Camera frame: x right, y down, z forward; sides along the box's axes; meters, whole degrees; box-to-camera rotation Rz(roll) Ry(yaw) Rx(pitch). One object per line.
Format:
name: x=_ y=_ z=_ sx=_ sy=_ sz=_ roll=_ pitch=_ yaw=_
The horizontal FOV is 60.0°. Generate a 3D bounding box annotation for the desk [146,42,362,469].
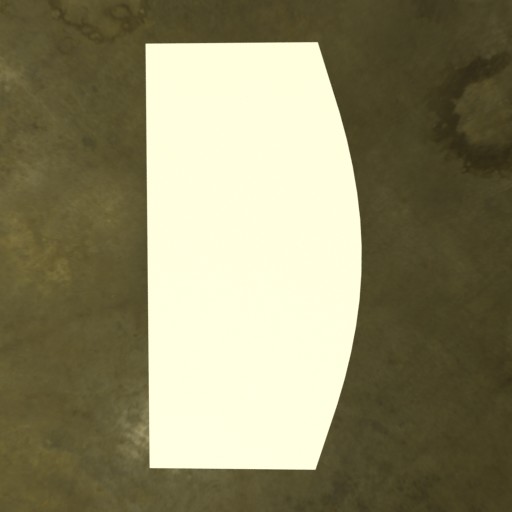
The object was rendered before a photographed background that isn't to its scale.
desk: x=0.000 y=0.000 z=2.037 sx=0.802 sy=0.750 sz=1.600 roll=0 pitch=92 yaw=1
